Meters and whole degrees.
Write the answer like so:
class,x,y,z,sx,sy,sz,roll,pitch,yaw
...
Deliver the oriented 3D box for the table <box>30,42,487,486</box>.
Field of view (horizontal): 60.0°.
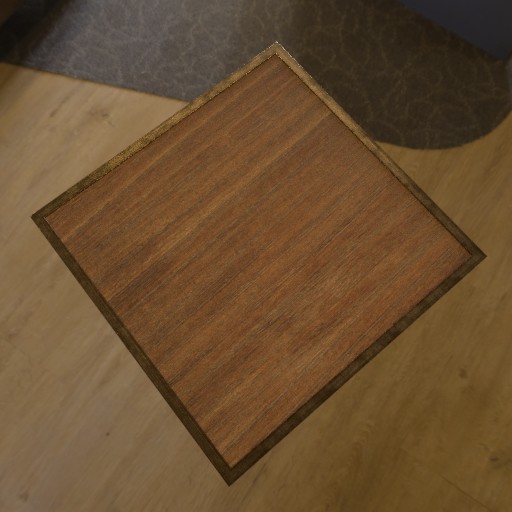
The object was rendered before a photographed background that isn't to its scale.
class,x,y,z,sx,sy,sz,roll,pitch,yaw
table,0.000,0.000,1.450,0.909,0.451,0.899,-39,79,-9
